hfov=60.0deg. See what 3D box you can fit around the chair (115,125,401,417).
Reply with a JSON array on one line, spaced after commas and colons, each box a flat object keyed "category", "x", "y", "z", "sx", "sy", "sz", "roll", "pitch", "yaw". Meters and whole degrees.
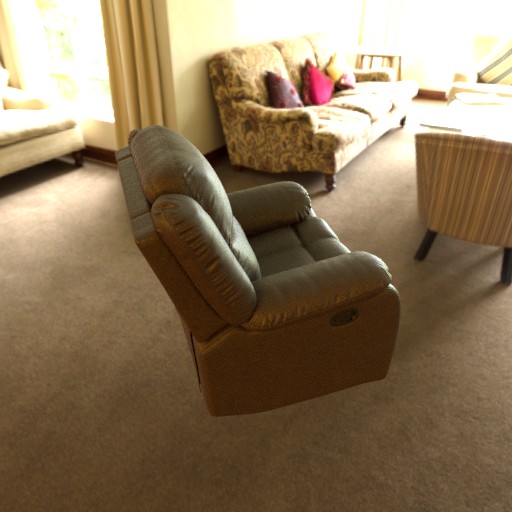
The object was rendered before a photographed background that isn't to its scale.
[{"category": "chair", "x": 0.000, "y": 0.000, "z": 1.786, "sx": 0.934, "sy": 1.009, "sz": 0.899, "roll": -10, "pitch": 33, "yaw": -16}]
